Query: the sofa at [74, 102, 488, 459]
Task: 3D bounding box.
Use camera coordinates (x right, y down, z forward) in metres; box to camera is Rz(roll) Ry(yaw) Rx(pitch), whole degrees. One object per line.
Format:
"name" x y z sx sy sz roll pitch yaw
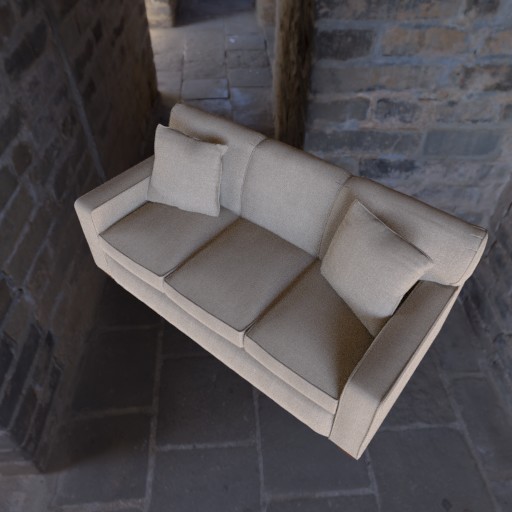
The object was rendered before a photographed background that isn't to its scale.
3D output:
"sofa" 0.000 0.000 2.509 2.024 0.958 0.997 30 53 26
